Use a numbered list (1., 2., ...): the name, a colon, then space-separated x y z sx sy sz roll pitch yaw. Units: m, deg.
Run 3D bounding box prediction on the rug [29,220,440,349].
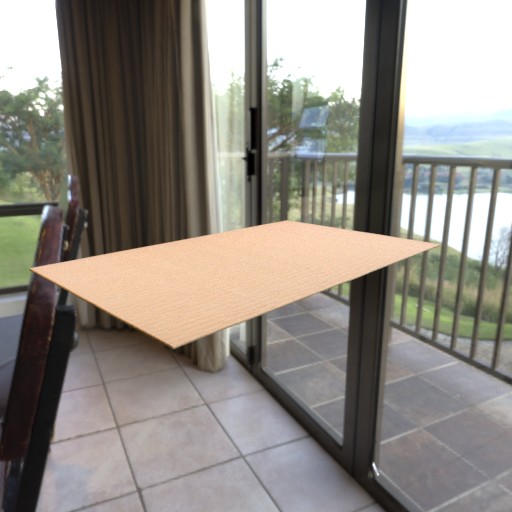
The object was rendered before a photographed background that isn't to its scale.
1. rug: 0.000 0.000 3.040 1.531 0.014 2.441 14 20 43
